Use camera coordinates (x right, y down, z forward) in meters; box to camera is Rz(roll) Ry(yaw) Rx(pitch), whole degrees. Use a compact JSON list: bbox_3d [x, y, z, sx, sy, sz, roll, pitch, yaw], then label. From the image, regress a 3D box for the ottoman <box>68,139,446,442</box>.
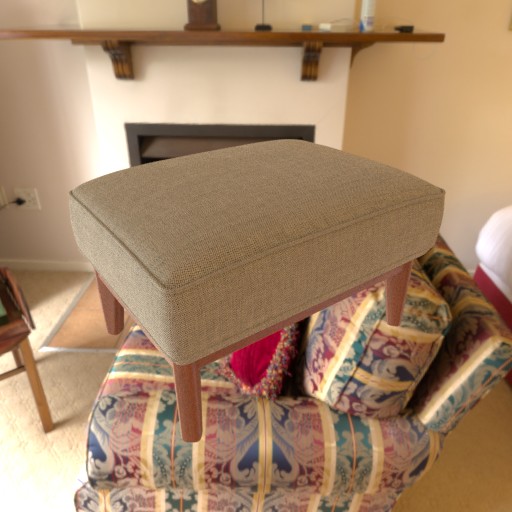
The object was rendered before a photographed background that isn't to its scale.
[{"bbox_3d":[0.000,0.000,1.119,0.750,0.458,0.555,-19,34,-31],"label":"ottoman"}]
